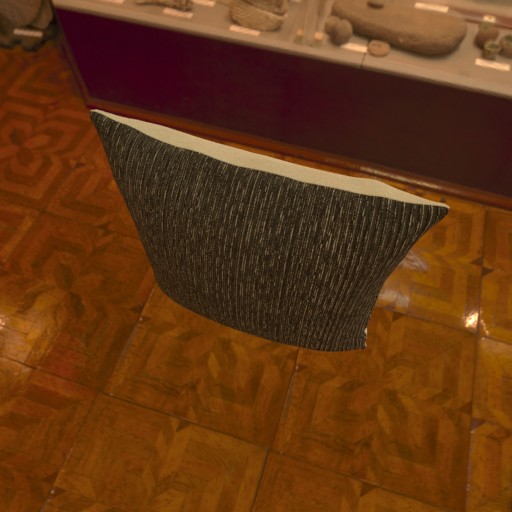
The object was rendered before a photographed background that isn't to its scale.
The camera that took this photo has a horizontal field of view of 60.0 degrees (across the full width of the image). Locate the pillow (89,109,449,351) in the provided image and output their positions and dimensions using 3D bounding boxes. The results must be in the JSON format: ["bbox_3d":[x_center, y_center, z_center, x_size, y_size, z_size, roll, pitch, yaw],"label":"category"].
[{"bbox_3d":[0.000,0.000,0.681,0.433,0.434,0.196,17,61,10],"label":"pillow"}]
